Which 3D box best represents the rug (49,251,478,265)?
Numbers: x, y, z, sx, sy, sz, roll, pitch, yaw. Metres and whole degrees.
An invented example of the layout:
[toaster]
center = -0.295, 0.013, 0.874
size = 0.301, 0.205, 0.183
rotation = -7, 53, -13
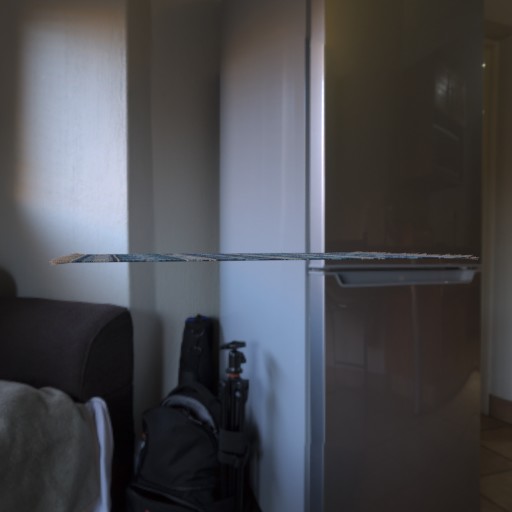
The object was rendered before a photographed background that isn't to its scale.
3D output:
[rug]
center = 0.000, 0.000, 2.422
size = 1.936, 0.028, 1.181
rotation = 0, 2, -18
